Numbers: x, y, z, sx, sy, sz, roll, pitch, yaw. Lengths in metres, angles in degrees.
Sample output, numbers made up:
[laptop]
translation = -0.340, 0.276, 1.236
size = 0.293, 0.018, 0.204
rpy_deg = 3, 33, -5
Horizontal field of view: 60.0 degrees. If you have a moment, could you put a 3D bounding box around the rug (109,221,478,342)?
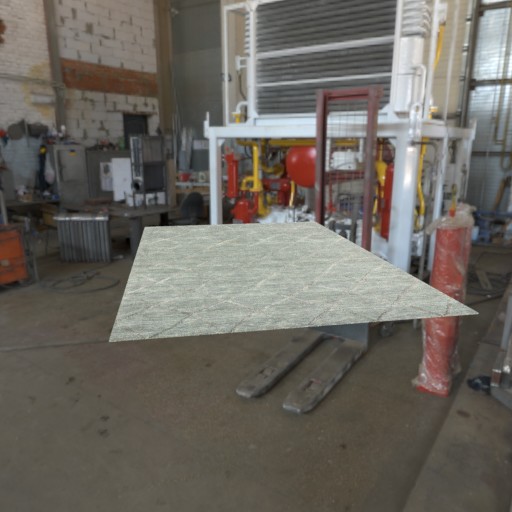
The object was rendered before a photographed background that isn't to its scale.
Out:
[rug]
translation = 0.000, 0.000, 2.854
size = 1.521, 0.006, 2.283
rpy_deg = -3, 15, -10
